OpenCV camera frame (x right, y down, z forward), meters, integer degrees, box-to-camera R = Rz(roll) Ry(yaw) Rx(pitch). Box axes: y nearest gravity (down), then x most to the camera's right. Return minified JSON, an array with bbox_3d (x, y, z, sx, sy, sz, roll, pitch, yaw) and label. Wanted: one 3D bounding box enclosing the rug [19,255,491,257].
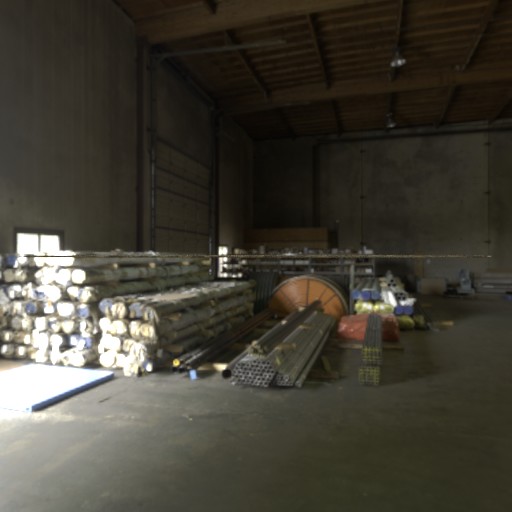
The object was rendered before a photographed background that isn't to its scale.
[{"bbox_3d":[0.000,0.000,4.277,3.291,0.017,2.431,0,0,1],"label":"rug"}]
